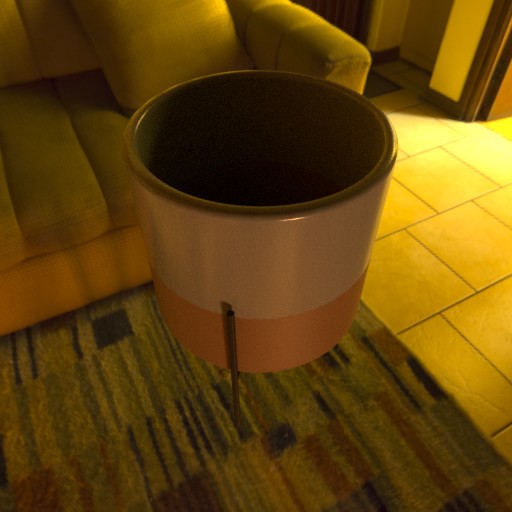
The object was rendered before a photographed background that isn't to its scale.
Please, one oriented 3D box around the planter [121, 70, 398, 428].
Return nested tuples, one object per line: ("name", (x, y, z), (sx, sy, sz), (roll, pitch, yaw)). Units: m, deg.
("planter", (0.000, 0.000, 0.733), (0.360, 0.480, 0.348), (32, 54, 27))
